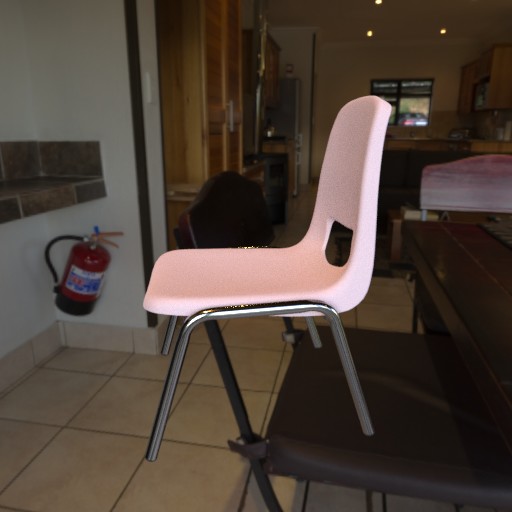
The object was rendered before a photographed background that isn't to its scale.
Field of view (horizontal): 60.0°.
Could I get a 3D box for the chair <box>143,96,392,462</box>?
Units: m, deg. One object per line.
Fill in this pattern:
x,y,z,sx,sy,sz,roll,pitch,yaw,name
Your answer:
0.000,0.000,0.786,0.385,0.536,0.354,-2,15,-8,chair
